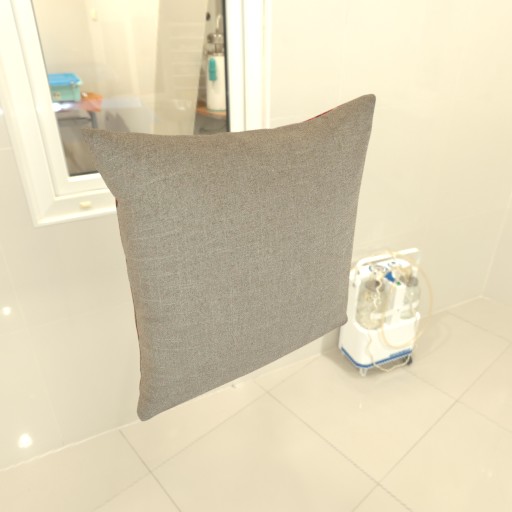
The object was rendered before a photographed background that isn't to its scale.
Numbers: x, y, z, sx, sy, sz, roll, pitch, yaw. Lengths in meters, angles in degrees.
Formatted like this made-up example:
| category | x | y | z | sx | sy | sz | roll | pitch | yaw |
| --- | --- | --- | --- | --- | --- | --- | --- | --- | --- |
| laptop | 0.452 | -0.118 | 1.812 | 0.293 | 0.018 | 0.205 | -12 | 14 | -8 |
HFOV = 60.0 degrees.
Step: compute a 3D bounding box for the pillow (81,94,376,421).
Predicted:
| category | x | y | z | sx | sy | sz | roll | pitch | yaw |
| --- | --- | --- | --- | --- | --- | --- | --- | --- | --- |
| pillow | 0.000 | 0.000 | 0.786 | 0.513 | 0.511 | 0.158 | -19 | 34 | -30 |
